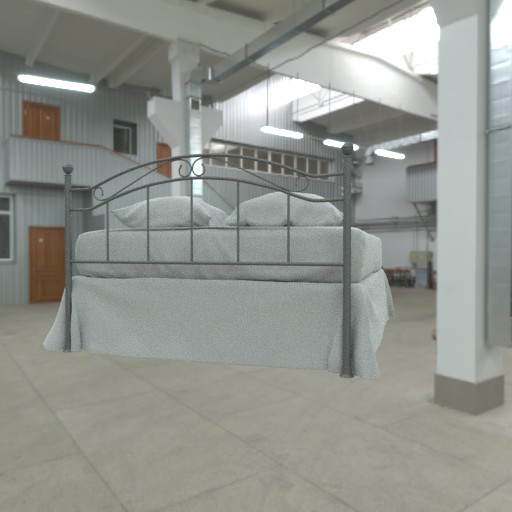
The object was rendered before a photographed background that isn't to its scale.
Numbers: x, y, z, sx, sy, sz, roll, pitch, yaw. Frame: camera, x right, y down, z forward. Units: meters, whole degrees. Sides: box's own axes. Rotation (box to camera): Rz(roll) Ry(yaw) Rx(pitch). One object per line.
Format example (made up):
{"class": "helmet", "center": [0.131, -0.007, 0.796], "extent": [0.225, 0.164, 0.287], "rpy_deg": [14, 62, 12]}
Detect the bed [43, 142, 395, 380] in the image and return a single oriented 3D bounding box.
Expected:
{"class": "bed", "center": [0.000, 0.000, 3.296], "extent": [1.936, 1.080, 2.215], "rpy_deg": [0, 1, 19]}
